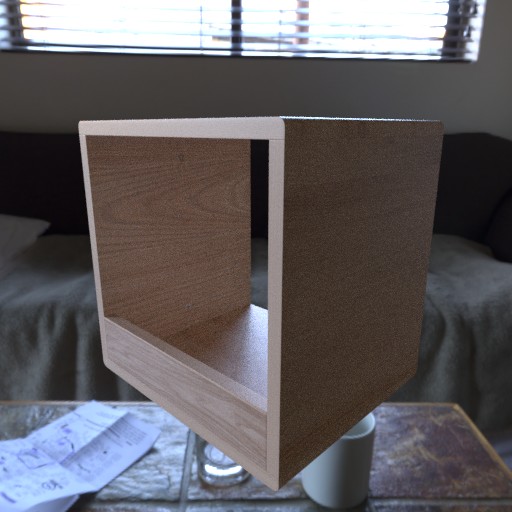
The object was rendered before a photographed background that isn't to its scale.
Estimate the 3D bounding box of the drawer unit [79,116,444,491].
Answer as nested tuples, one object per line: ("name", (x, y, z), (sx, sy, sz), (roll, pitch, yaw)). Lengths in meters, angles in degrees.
("drawer unit", (0.000, 0.000, 0.590), (0.344, 0.344, 0.290), (15, 22, 42))
